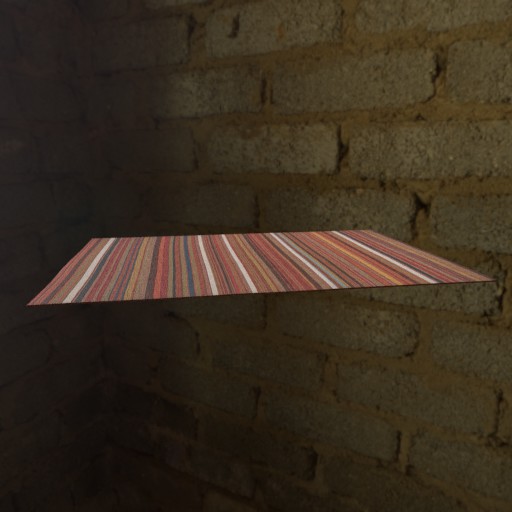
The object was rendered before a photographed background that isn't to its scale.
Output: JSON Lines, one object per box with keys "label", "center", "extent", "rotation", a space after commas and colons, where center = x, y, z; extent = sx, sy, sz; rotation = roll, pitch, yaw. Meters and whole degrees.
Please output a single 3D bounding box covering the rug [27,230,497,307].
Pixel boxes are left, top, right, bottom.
{"label": "rug", "center": [0.000, 0.000, 2.273], "extent": [1.828, 0.007, 1.217], "rotation": [-2, 14, -9]}
